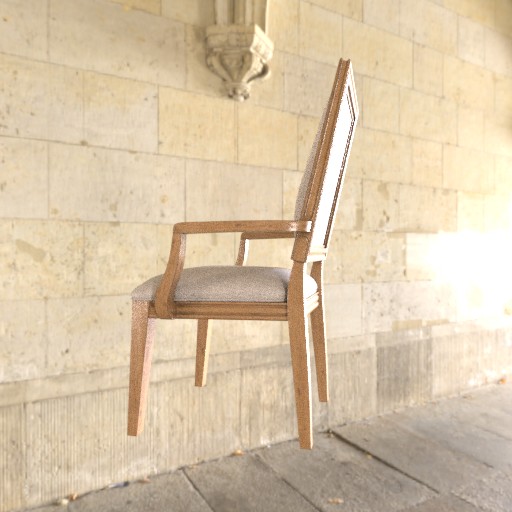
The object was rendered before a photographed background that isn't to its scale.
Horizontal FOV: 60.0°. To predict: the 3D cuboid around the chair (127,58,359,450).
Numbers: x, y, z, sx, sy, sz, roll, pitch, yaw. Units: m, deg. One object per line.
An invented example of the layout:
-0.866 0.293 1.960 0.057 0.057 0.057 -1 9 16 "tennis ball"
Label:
0.000 0.000 1.380 0.602 0.990 0.606 0 1 16 "chair"
